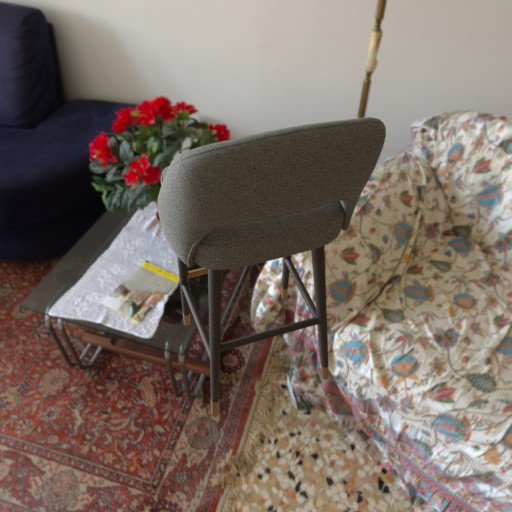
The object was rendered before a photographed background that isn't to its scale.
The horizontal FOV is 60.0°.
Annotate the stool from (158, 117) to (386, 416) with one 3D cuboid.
[{"bbox_3d":[0.000,0.000,1.372,0.536,1.089,0.524,-14,45,-14],"label":"stool"}]
